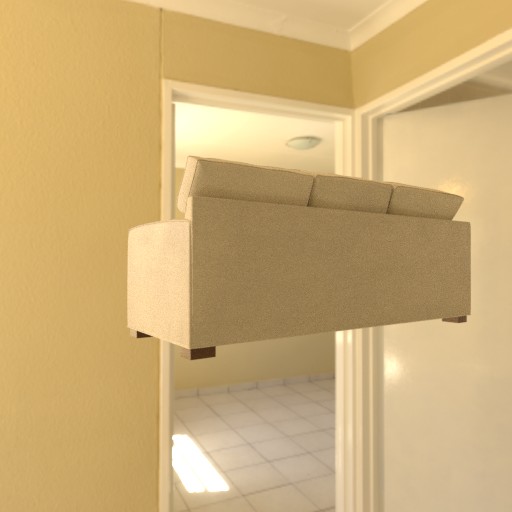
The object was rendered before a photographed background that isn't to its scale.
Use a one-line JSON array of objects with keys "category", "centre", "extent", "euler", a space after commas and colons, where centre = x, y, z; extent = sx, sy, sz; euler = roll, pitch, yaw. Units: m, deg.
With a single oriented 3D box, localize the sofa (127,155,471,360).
[{"category": "sofa", "centre": [0.000, 0.000, 3.395], "extent": [2.189, 0.939, 2.182], "euler": [1, -1, -35]}]
